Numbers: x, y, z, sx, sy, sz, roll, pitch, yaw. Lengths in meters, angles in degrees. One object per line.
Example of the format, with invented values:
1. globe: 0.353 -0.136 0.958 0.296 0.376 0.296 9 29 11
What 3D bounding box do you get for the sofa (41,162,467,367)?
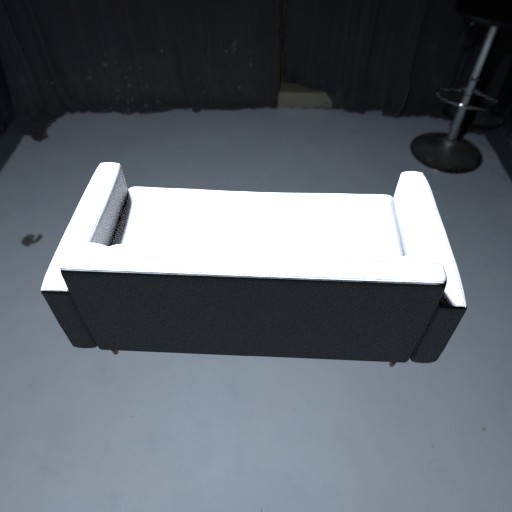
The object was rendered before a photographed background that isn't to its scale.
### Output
1. sofa: 0.000 0.000 2.410 1.895 0.814 0.969 2 48 2
